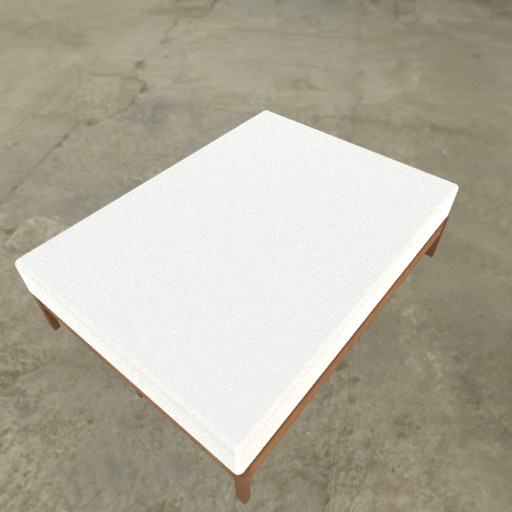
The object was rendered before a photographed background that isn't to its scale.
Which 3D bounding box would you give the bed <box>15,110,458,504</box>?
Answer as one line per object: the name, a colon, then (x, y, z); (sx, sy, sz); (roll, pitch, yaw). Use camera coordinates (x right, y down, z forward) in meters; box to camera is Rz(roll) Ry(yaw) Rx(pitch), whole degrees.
bed: (0.000, 0.000, 2.653); (1.529, 0.593, 2.050); (30, 53, 26)
